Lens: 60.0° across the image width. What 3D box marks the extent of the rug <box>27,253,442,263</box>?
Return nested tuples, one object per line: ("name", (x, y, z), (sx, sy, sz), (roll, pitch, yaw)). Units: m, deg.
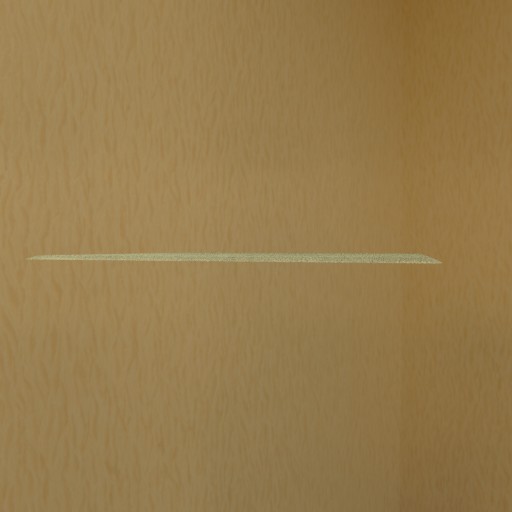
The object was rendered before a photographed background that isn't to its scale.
("rug", (0.000, 0.000, 3.930), (2.933, 0.027, 2.332), (0, 1, 19))
